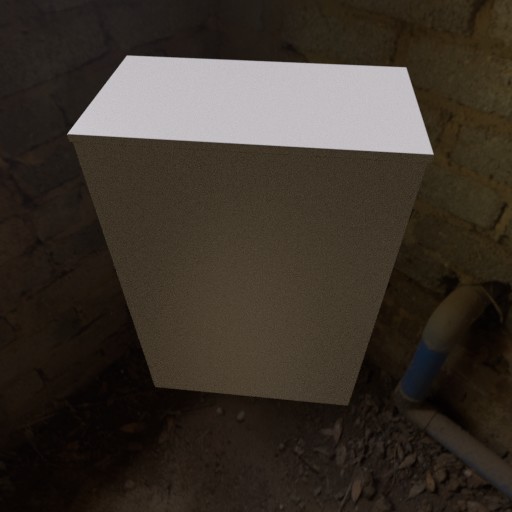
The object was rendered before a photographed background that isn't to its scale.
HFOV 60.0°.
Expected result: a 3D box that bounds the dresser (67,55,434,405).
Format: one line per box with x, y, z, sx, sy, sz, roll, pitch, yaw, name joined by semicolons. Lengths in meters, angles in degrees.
0.000;0.000;1.349;0.704;1.021;0.401;4;46;4;dresser
